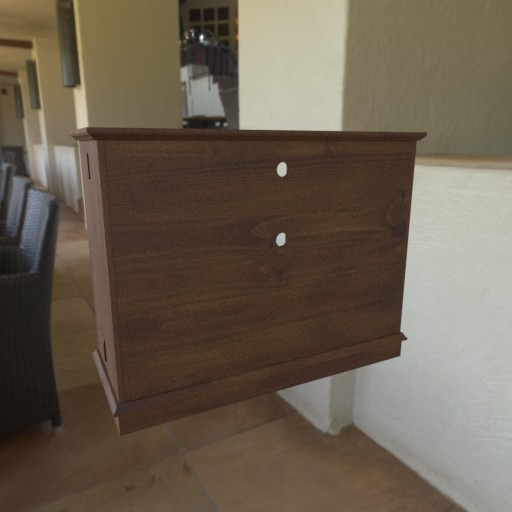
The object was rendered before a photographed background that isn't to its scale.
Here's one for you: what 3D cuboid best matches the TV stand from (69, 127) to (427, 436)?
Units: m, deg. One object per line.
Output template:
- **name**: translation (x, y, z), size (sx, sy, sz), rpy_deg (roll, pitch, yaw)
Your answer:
- **TV stand**: translation (0.000, 0.000, 1.507), size (1.067, 0.813, 0.406), rpy_deg (-7, 16, -26)
